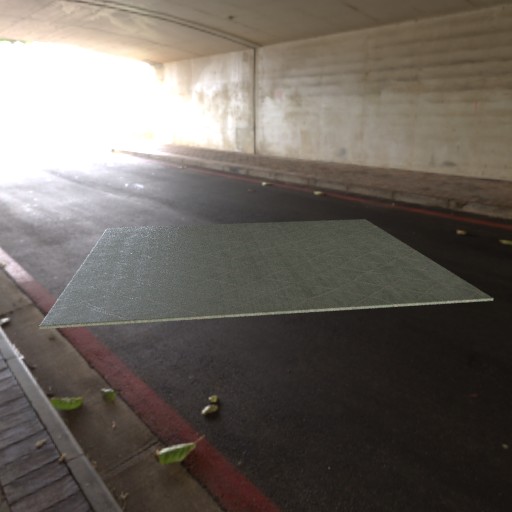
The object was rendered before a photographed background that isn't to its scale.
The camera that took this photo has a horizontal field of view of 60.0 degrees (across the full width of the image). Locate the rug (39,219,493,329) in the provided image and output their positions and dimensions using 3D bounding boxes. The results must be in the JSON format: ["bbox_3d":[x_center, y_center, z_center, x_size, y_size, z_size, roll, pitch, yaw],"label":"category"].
[{"bbox_3d":[0.000,0.000,4.057,3.039,0.019,2.420,-3,18,-8],"label":"rug"}]
